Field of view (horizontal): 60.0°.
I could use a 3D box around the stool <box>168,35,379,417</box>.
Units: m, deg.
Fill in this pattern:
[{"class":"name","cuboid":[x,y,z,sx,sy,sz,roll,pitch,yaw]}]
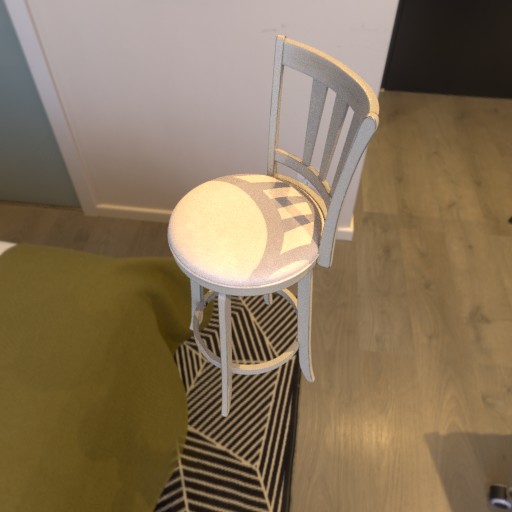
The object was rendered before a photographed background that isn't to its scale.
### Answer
[{"class":"stool","cuboid":[0.000,0.000,1.288,0.475,1.042,0.436,-17,49,-15]}]
